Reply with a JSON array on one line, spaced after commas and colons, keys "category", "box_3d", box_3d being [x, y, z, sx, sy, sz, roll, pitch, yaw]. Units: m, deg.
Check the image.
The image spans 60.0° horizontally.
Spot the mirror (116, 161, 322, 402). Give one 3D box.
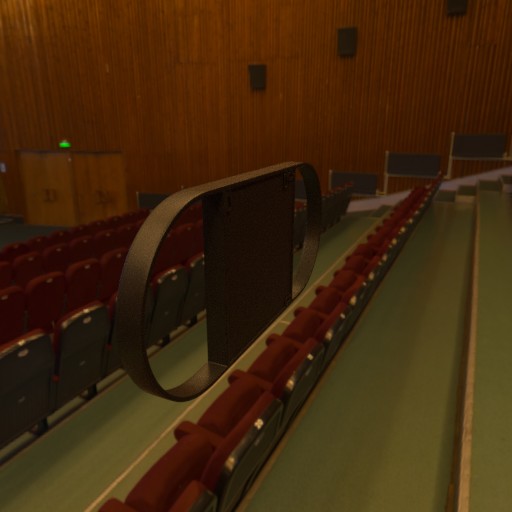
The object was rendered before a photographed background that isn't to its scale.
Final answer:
[{"category": "mirror", "box_3d": [0.000, 0.000, 0.685, 0.032, 0.254, 0.584, 8, 20, 24]}]
